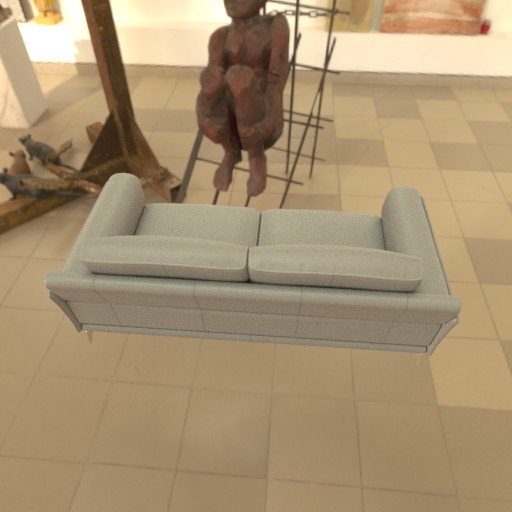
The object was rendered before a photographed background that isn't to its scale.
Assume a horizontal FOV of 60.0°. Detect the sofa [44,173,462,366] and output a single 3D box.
[{"bbox_3d":[0.000,0.000,2.651,2.101,0.930,1.049,3,46,3],"label":"sofa"}]
